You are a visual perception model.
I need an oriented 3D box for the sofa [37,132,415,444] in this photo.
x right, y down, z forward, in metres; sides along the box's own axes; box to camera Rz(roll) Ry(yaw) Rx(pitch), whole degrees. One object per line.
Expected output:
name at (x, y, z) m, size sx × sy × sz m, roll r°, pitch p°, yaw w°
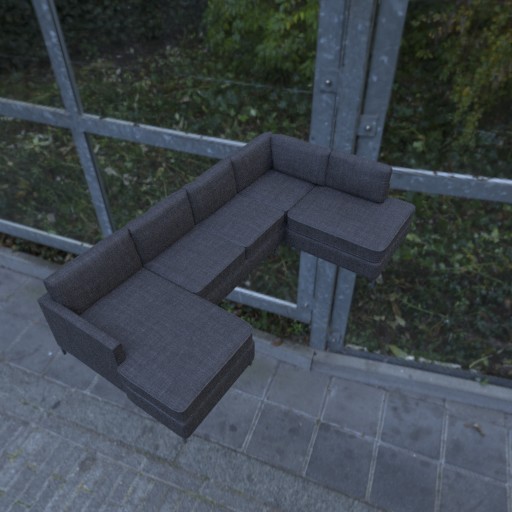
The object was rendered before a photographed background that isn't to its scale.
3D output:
sofa at (0.000, 0.000, 4.367) m, size 2.048 × 0.999 × 3.423 m, roll 24°, pitch 46°, yaw 25°
